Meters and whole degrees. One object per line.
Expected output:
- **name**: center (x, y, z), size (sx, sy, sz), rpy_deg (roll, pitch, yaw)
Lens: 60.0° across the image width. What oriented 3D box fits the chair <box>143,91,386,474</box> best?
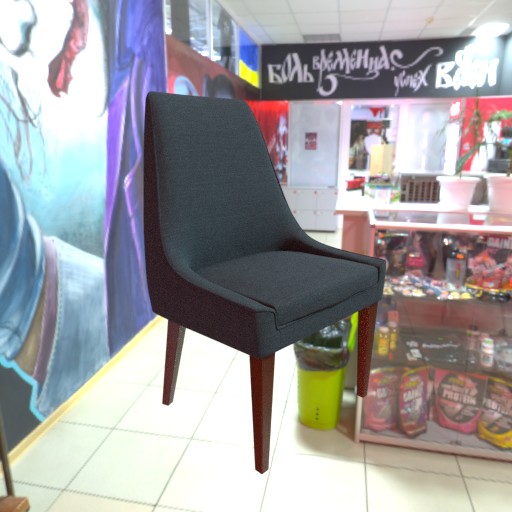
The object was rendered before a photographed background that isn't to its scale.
- **chair**: center (0.000, 0.000, 1.215), size (0.544, 0.861, 0.529), rpy_deg (14, 20, 43)
